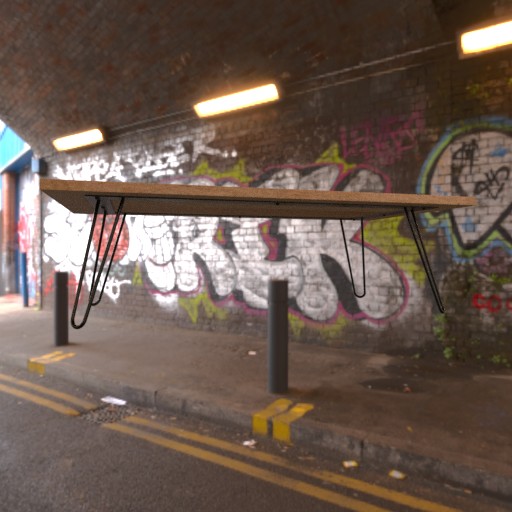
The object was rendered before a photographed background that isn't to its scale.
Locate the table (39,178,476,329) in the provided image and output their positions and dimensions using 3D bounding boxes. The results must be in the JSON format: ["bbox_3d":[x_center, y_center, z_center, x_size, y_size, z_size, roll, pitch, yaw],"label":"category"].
[{"bbox_3d":[0.000,0.000,1.652,1.348,0.400,0.699,0,0,-16],"label":"table"}]
